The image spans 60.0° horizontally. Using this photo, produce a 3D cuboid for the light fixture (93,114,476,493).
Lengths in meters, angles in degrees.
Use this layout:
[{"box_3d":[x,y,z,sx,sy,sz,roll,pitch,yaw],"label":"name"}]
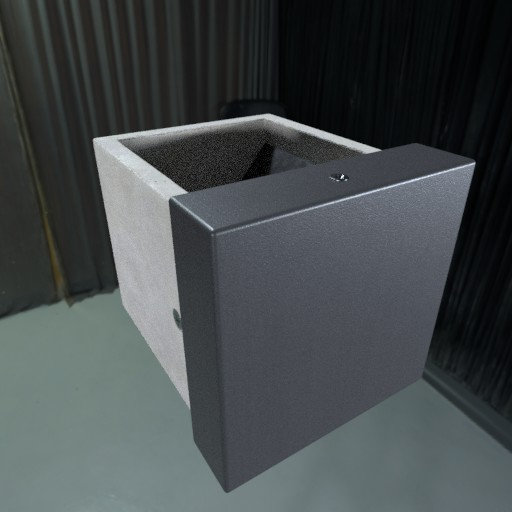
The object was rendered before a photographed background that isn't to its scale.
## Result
[{"box_3d":[0.000,0.000,0.232,0.121,0.121,0.143,-18,34,-28],"label":"light fixture"}]
